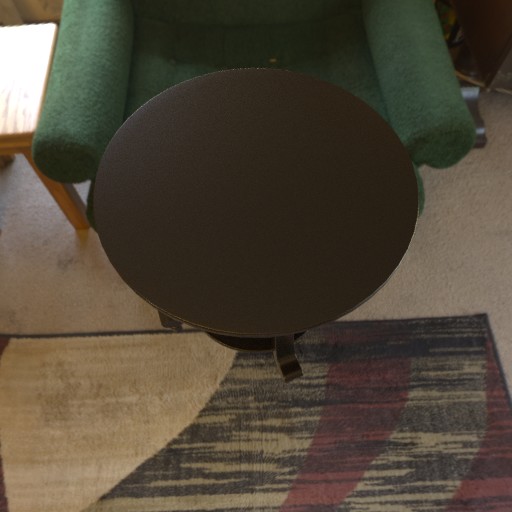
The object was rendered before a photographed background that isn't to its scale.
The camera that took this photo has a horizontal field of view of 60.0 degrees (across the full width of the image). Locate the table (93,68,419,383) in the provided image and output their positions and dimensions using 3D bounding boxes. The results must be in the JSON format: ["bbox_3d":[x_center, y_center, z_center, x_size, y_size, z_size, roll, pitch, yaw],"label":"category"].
[{"bbox_3d":[0.000,0.000,1.093,0.597,0.618,0.597,0,62,0],"label":"table"}]
